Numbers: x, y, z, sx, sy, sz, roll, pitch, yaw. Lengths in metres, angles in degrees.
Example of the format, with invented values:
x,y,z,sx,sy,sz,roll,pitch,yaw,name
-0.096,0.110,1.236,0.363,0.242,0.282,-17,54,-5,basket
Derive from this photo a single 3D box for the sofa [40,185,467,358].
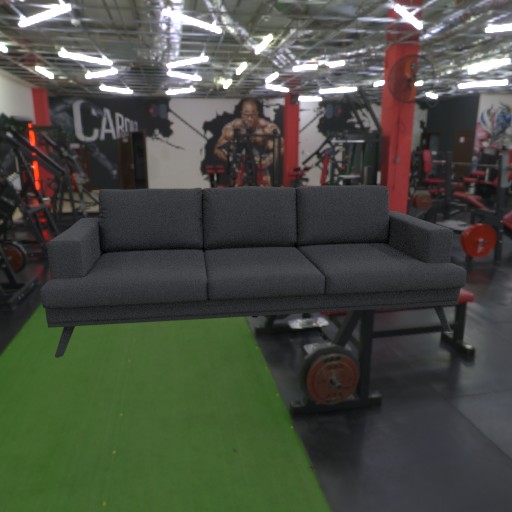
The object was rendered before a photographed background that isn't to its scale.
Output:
x,y,z,sx,sy,sz,roll,pitch,yaw,name
0.000,0.000,2.781,2.310,0.810,0.920,-2,15,-8,sofa
